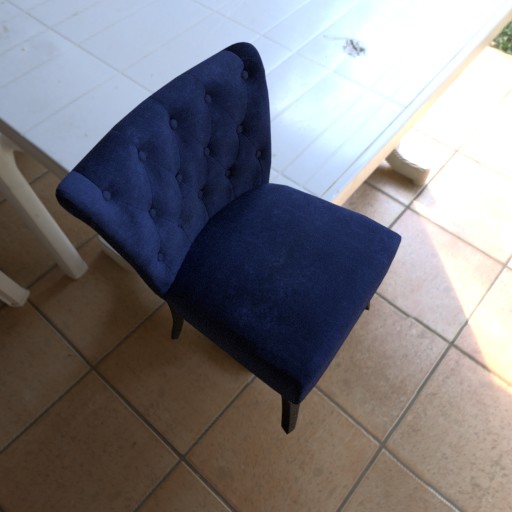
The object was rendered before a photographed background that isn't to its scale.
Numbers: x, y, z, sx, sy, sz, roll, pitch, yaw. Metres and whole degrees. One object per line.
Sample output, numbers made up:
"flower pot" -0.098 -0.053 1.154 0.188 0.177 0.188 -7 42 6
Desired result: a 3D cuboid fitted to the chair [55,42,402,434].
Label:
"chair" 0.000 0.000 1.161 0.606 0.753 0.585 31 63 18
